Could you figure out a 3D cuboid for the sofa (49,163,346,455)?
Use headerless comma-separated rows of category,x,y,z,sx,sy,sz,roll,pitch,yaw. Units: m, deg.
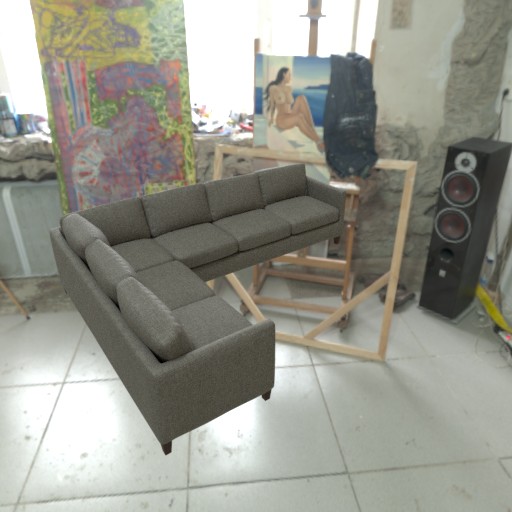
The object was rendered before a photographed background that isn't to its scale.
sofa,0.000,0.000,4.443,3.302,0.947,2.593,-18,33,-31
